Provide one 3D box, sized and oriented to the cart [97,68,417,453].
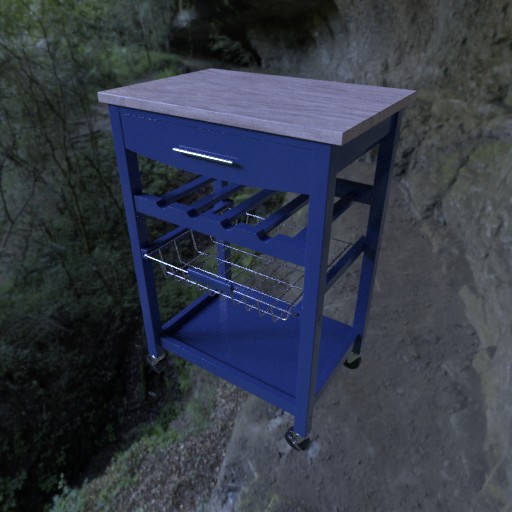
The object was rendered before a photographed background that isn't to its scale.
[{"bbox_3d":[0.000,0.000,1.184,0.584,0.839,0.403,19,36,28],"label":"cart"}]
